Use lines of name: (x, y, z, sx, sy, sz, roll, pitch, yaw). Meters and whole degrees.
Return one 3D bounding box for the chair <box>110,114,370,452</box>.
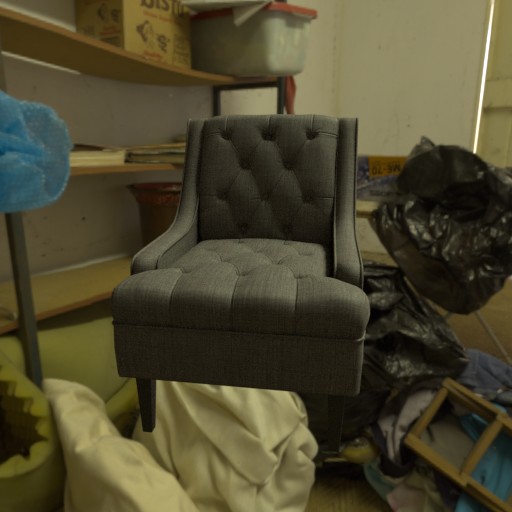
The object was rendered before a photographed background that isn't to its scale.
chair: (0.000, 0.000, 1.405, 0.655, 0.891, 0.771, 2, 15, 9)
